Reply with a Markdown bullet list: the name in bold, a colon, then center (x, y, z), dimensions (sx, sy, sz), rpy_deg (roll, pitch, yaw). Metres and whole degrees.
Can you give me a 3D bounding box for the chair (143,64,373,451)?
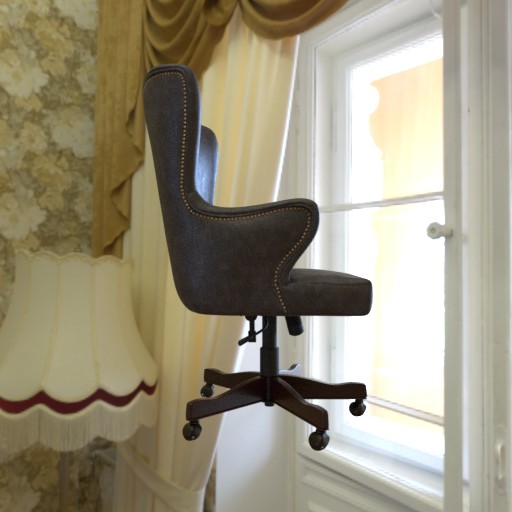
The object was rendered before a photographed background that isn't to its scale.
- **chair**: center (0.000, 0.000, 1.449), dimensions (0.717, 1.037, 0.594), rpy_deg (0, -1, 0)
